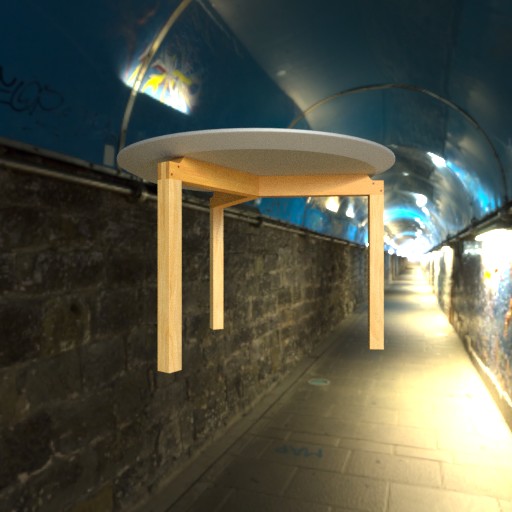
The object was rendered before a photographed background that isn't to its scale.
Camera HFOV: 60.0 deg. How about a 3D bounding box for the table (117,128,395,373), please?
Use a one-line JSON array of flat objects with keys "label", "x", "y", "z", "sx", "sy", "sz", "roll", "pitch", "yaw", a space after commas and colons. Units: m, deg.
[{"label": "table", "x": 0.000, "y": 0.000, "z": 1.001, "sx": 0.600, "sy": 0.405, "sz": 0.600, "roll": 0, "pitch": 0, "yaw": 0}]
